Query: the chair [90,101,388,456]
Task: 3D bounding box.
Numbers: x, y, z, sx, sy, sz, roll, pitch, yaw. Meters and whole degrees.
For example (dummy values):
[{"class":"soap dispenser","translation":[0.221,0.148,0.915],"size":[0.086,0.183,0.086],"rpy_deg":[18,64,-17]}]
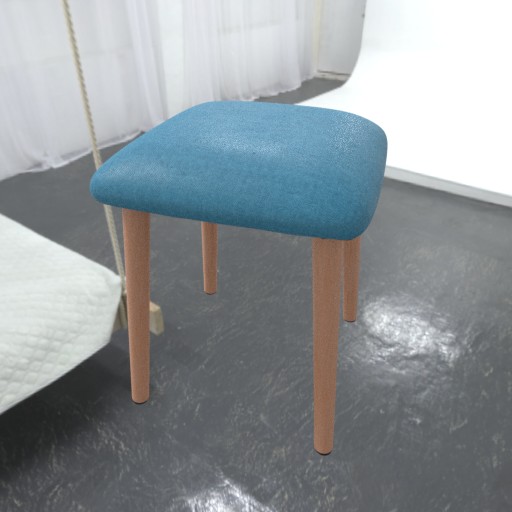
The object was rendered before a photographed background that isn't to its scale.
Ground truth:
[{"class":"chair","translation":[0.000,0.000,0.729],"size":[0.360,0.450,0.360],"rpy_deg":[10,34,14]}]
